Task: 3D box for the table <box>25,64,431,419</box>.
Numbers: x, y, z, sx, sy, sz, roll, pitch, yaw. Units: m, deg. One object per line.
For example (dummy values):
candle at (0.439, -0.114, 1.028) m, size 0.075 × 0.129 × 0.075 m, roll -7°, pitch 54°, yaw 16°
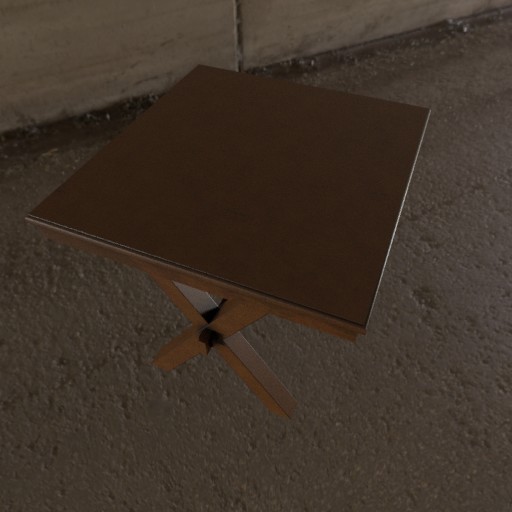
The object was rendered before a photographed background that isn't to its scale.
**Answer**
table at (0.000, 0.000, 1.035) m, size 0.560 × 0.562 × 0.602 m, roll 17°, pitch 50°, yaw 15°
